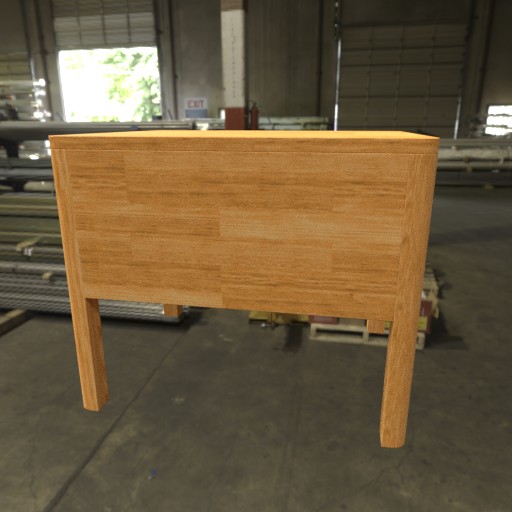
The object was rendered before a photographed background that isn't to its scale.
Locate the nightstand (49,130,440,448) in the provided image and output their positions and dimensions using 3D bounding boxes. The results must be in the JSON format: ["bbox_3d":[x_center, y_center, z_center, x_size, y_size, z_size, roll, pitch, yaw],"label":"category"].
[{"bbox_3d":[0.000,0.000,0.880,0.560,0.470,0.440,3,17,10],"label":"nightstand"}]
